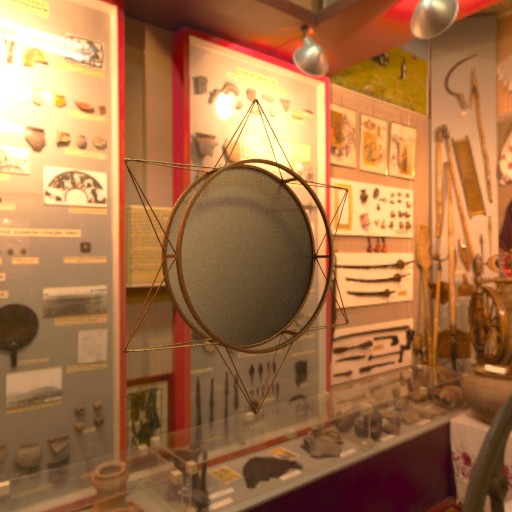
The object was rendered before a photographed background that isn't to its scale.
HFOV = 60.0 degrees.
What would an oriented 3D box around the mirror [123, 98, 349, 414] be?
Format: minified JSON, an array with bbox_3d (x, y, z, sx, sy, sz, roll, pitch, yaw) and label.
[{"bbox_3d":[0.000,0.000,0.816,0.498,0.581,0.062,0,0,-36],"label":"mirror"}]
